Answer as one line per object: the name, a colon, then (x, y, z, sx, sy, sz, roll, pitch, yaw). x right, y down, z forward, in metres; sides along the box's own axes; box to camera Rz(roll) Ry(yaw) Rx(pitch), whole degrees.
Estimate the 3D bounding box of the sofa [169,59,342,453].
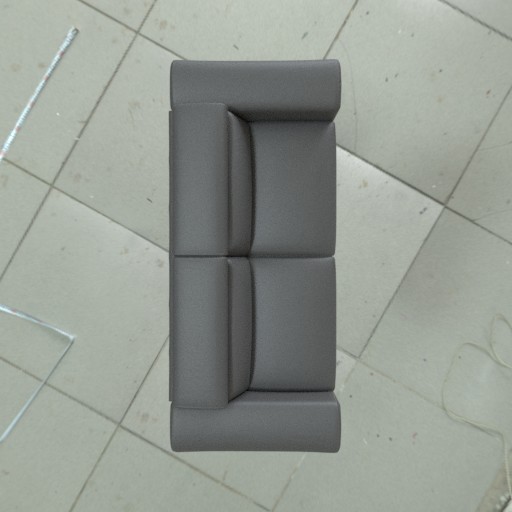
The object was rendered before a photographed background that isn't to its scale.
sofa: (0.000, 0.000, 2.788, 1.023, 0.759, 2.321, 0, 90, 1)
